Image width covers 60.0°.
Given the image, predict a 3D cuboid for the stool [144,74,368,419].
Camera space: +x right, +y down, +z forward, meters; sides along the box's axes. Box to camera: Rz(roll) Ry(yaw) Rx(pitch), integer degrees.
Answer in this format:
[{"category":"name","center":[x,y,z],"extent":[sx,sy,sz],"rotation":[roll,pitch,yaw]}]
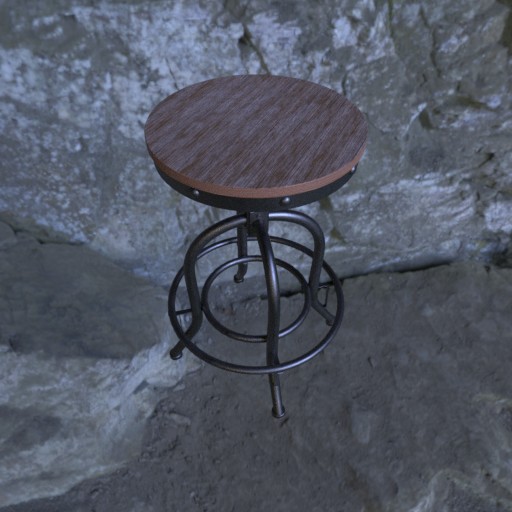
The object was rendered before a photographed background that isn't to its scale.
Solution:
[{"category":"stool","center":[0.000,0.000,0.919],"extent":[0.439,0.609,0.439],"rotation":[-10,46,-10]}]
